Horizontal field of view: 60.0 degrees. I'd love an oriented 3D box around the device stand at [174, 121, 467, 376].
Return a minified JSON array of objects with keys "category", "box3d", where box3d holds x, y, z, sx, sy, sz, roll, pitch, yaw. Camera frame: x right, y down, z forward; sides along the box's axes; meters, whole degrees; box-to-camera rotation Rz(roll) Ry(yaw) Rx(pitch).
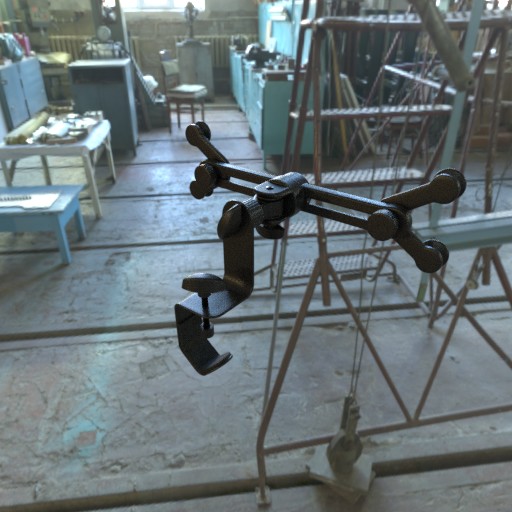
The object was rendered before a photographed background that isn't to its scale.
[{"category":"device stand","box3d":[0.000,0.000,0.374,0.270,0.166,0.142,21,35,32]}]
